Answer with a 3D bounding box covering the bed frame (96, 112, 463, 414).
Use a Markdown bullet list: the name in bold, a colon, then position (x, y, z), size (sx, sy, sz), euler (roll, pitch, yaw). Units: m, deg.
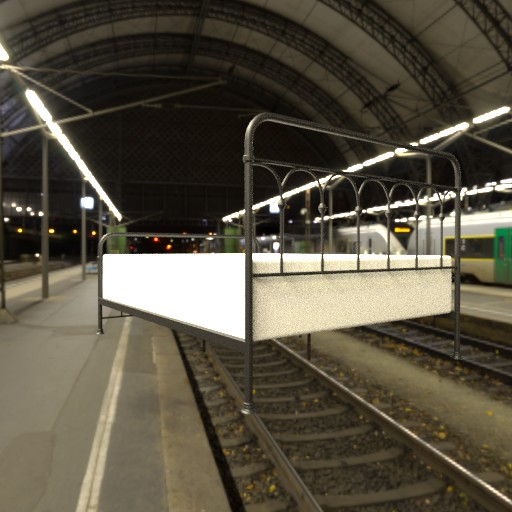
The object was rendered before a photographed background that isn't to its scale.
- **bed frame**: position (0.000, 0.000, 3.196), size (1.664, 1.276, 2.203), euler (-1, 1, -35)
